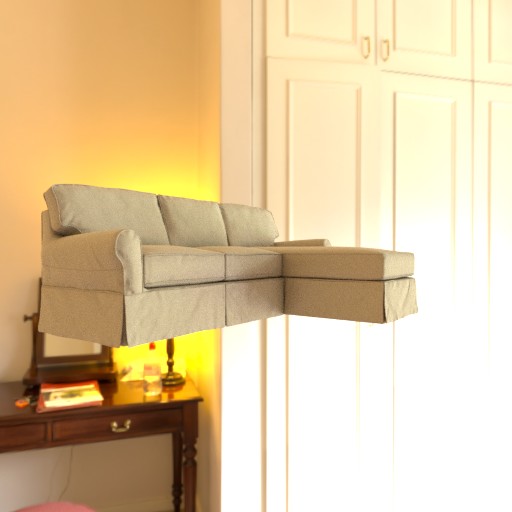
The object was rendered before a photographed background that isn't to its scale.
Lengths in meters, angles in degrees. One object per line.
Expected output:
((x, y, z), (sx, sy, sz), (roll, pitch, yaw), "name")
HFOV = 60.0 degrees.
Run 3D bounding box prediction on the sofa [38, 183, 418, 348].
((0.000, 0.000, 3.311), (1.733, 0.978, 2.475), (0, 1, 37), "sofa")
